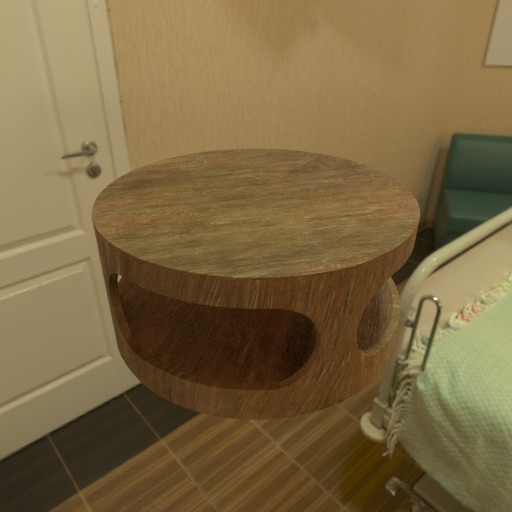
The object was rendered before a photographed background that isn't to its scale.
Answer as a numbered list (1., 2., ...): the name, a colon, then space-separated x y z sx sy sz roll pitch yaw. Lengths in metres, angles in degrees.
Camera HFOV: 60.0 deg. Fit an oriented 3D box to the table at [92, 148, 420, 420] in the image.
1. table: 0.000 0.000 1.493 0.974 0.450 0.974 0 30 0
